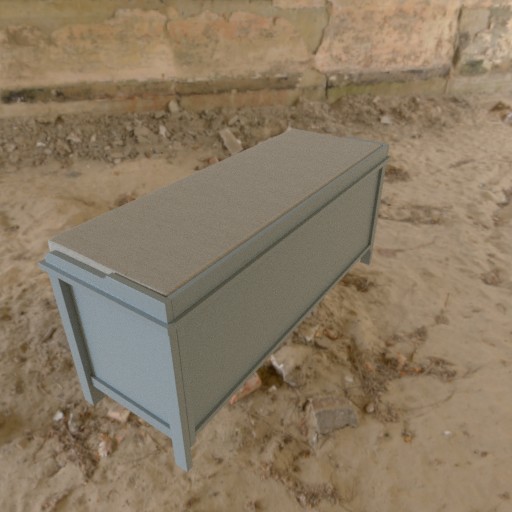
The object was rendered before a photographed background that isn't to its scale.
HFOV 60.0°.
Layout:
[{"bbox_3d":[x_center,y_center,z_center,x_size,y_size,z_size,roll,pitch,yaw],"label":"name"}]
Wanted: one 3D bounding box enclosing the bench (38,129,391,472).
[{"bbox_3d":[0.000,0.000,1.399,0.398,0.501,1.140,20,37,29],"label":"bench"}]
